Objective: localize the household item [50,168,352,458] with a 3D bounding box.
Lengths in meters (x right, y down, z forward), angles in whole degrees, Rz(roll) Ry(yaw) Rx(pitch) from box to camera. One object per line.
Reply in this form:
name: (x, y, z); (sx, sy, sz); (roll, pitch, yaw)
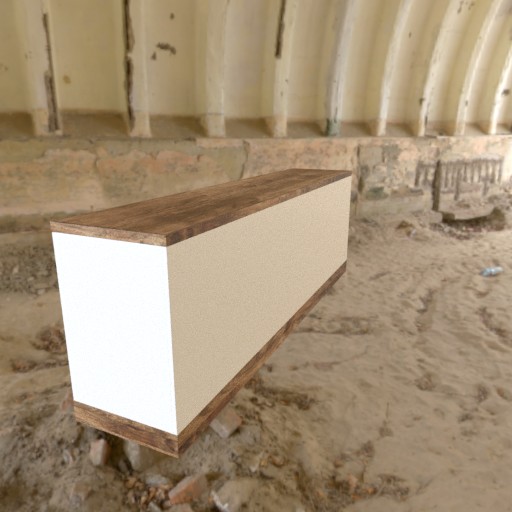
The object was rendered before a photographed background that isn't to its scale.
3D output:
household item: (0.000, 0.000, 1.966); (0.390, 0.615, 1.800); (7, 18, 24)
